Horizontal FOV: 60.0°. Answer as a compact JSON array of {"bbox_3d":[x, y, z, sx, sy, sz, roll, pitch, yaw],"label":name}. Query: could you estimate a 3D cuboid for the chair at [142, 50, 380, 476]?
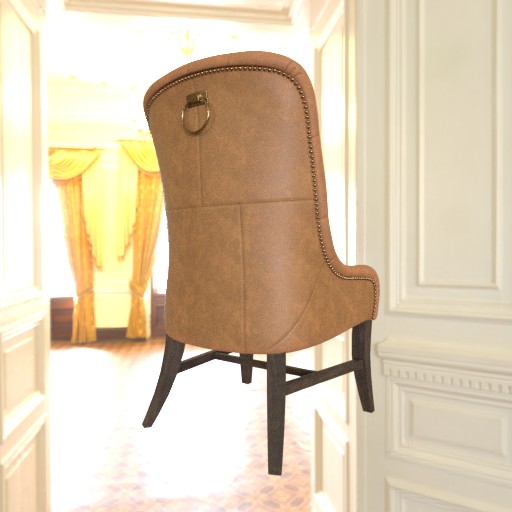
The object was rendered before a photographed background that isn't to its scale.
[{"bbox_3d":[0.000,0.000,1.469,0.634,1.091,0.629,1,1,37],"label":"chair"}]
